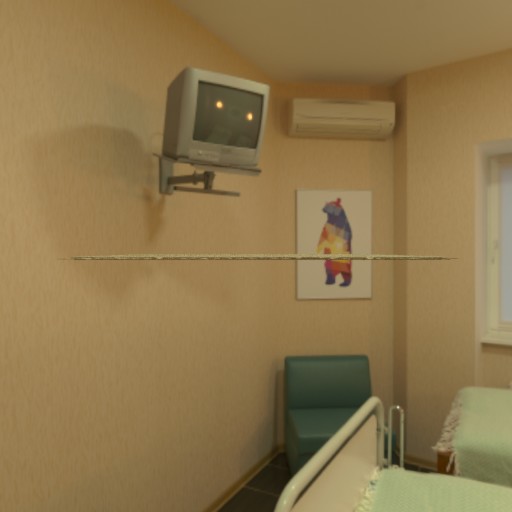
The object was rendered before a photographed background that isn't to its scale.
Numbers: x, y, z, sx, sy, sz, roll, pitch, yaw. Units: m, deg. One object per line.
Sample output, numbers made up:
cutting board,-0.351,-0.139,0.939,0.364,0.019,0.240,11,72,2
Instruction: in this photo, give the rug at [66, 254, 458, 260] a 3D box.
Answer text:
rug,0.000,0.000,4.204,2.388,0.030,3.213,0,0,-1
